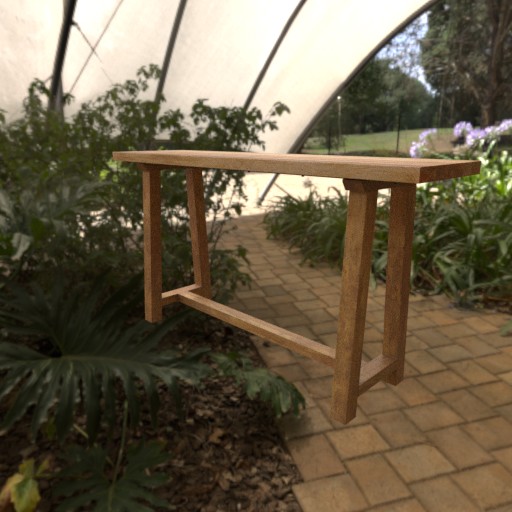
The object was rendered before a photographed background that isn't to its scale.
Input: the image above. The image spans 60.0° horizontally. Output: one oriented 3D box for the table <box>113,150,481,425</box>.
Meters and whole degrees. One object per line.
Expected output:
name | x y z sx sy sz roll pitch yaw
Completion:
table | 0.000 0.000 1.828 0.405 0.810 1.524 -15 21 -43
